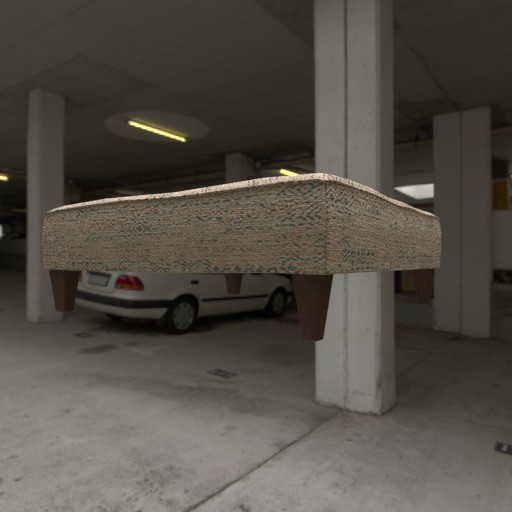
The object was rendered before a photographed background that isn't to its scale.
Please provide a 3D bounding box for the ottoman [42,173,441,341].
[{"bbox_3d":[0.000,0.000,1.522,1.004,0.356,0.968,0,-1,35],"label":"ottoman"}]
